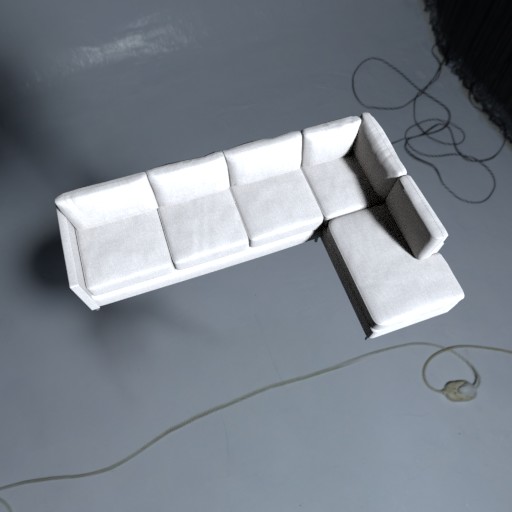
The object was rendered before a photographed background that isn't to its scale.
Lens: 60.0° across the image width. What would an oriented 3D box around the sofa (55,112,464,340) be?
[{"bbox_3d":[0.000,0.000,4.241,3.331,0.964,2.077,-17,65,-8],"label":"sofa"}]
